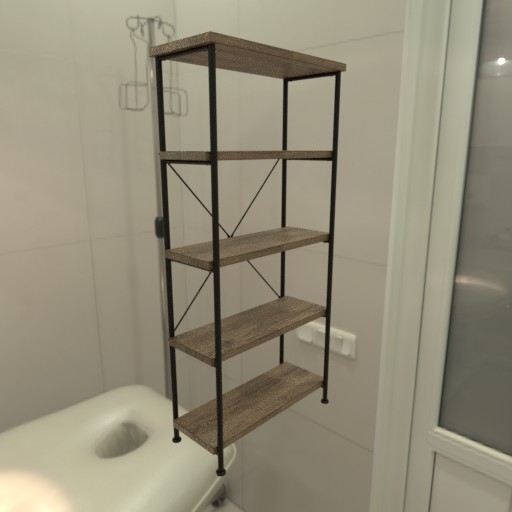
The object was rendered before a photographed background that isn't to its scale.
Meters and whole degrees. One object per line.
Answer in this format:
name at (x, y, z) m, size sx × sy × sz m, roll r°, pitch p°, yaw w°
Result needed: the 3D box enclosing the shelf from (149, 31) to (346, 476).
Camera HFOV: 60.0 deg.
shelf at (0.000, 0.000, 2.037) m, size 0.360 × 1.700 × 0.800 m, roll 13°, pitch 19°, yaw 42°
